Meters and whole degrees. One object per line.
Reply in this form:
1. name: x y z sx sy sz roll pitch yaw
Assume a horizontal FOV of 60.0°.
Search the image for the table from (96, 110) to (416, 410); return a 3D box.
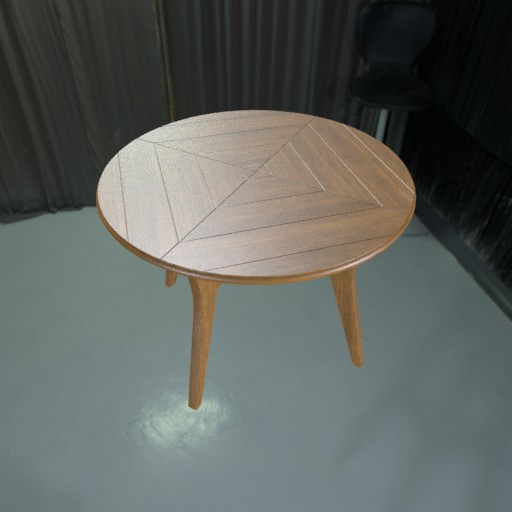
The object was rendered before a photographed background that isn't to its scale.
1. table: 0.000 0.000 1.752 1.055 0.757 1.055 0 41 0
